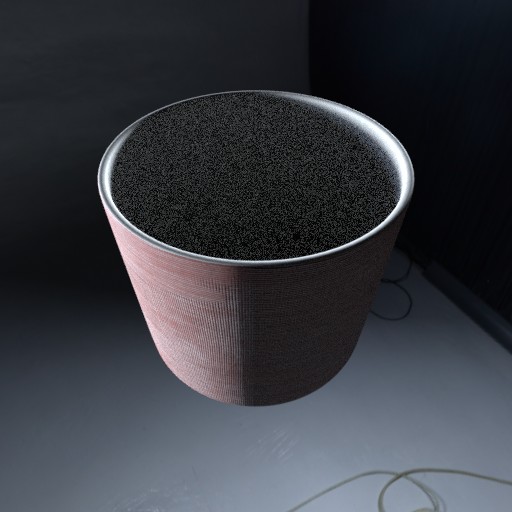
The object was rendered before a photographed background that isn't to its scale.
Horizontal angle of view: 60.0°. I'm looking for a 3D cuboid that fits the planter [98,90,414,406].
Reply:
[{"bbox_3d":[0.000,0.000,0.773,0.440,0.398,0.440,0,44,0],"label":"planter"}]
